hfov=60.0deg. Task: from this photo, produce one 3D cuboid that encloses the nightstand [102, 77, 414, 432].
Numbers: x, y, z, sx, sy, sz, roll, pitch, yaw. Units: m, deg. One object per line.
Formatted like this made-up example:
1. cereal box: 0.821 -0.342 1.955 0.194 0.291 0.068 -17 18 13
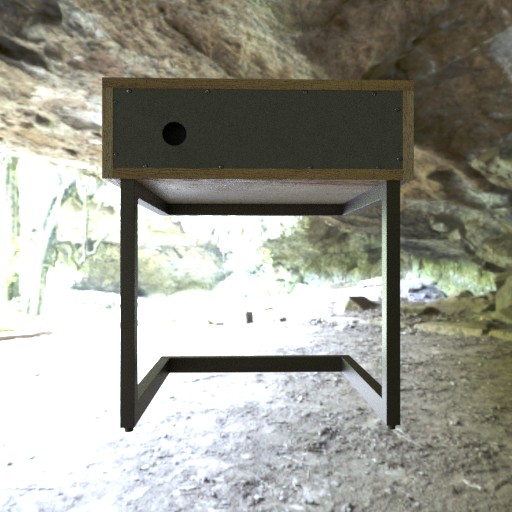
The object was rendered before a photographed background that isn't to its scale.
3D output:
1. nightstand: 0.000 0.000 1.029 0.558 0.632 0.481 0 0 -1
